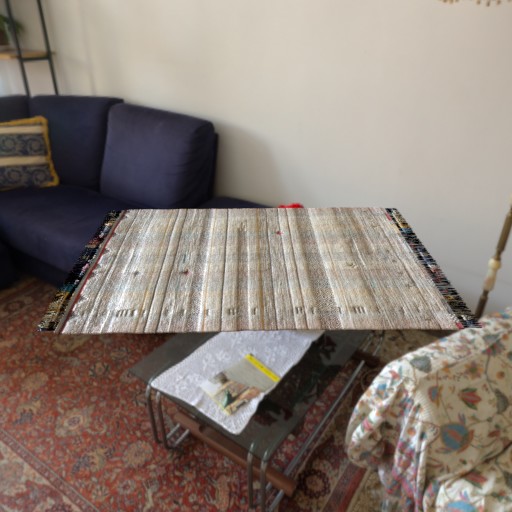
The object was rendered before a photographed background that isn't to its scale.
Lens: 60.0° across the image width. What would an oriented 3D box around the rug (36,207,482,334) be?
[{"bbox_3d":[0.000,0.000,2.308,1.848,0.012,1.217,-1,30,-1],"label":"rug"}]
